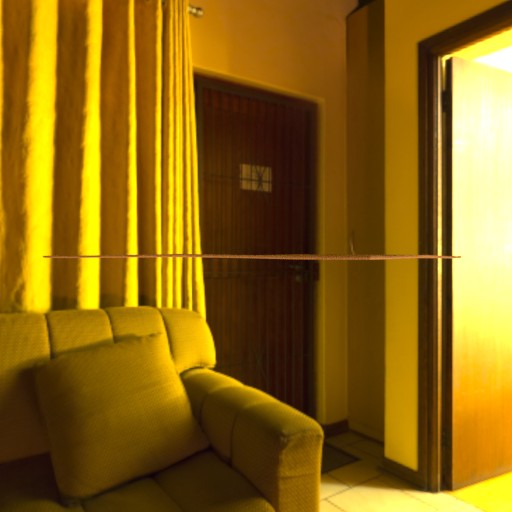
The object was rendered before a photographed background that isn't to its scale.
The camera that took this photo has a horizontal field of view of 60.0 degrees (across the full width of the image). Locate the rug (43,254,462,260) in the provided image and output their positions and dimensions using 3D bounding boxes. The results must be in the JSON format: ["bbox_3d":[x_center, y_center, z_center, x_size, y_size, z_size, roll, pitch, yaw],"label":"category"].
[{"bbox_3d":[0.000,0.000,4.222,3.202,0.045,2.434,0,0,36],"label":"rug"}]
